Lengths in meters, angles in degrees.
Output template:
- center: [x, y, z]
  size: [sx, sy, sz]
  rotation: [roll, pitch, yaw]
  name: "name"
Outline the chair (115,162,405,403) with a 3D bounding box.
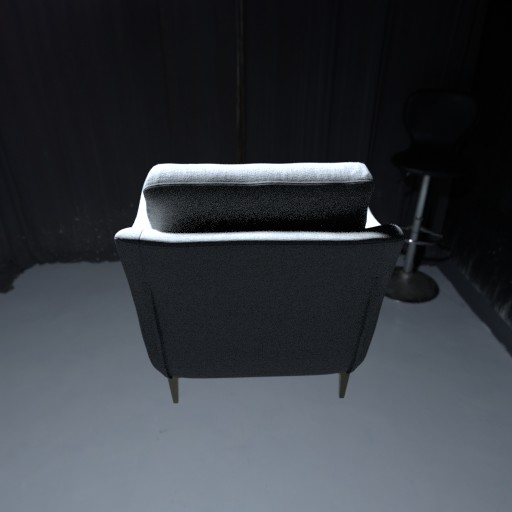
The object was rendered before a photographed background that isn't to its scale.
- center: [0.000, 0.000, 1.724]
  size: [0.986, 0.902, 0.961]
  rotation: [-1, 30, -2]
  name: "chair"
